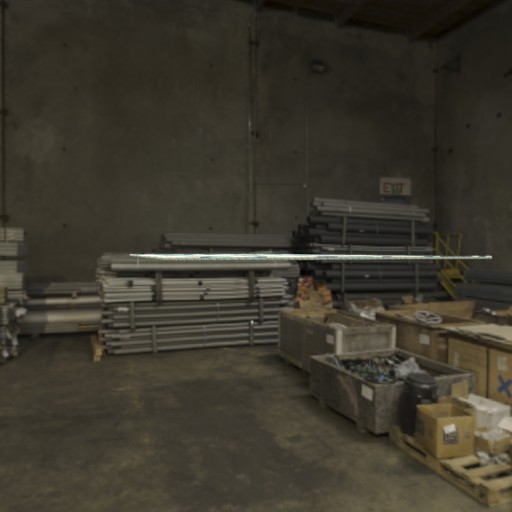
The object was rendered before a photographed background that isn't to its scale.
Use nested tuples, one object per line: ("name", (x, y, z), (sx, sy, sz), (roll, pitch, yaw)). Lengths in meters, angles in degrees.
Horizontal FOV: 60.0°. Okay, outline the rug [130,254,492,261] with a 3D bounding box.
("rug", (0.000, 0.000, 2.991), (1.518, 0.015, 2.438), (0, 0, -19))
